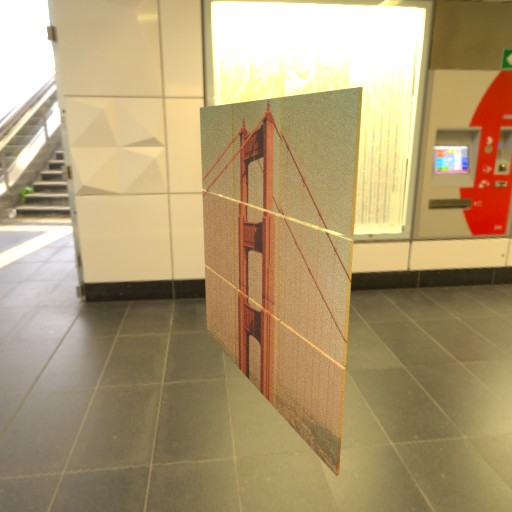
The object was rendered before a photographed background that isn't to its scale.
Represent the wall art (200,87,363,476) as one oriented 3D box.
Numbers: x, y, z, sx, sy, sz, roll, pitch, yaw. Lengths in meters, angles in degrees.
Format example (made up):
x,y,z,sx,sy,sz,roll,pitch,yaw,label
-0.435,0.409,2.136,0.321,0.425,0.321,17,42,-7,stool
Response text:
x,y,z,sx,sy,sz,roll,pitch,yaw,label
0.000,0.000,1.838,0.013,1.219,1.214,-8,18,-26,wall art
